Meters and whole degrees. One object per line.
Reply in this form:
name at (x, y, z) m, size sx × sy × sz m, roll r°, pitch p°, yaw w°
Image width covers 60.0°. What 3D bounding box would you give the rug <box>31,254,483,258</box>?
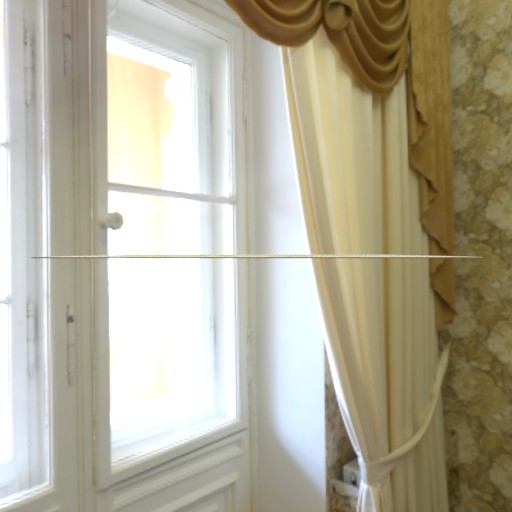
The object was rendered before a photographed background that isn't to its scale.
rug at (0.000, 0.000, 2.418) m, size 1.850 × 0.006 × 1.234 m, roll 0°, pitch 1°, yaw -1°
